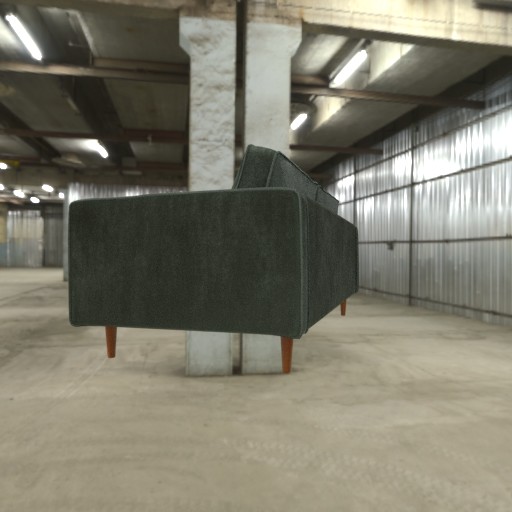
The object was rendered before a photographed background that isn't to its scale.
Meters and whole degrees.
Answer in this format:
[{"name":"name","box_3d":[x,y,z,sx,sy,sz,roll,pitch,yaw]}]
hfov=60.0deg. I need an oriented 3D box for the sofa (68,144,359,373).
[{"name":"sofa","box_3d":[0.000,0.000,2.305,0.886,0.781,1.816,0,0,18]}]
